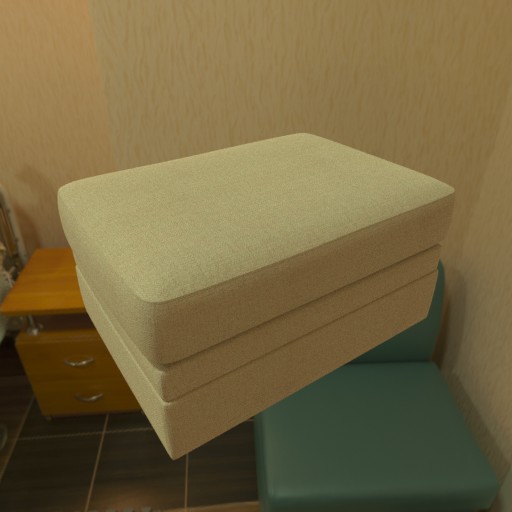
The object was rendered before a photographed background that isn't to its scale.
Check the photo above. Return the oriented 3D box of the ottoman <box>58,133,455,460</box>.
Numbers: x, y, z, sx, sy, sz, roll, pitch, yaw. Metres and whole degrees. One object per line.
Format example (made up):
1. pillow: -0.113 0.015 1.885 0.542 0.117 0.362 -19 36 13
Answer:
1. ottoman: 0.000 0.000 1.237 0.885 0.478 0.637 -20 37 -29
